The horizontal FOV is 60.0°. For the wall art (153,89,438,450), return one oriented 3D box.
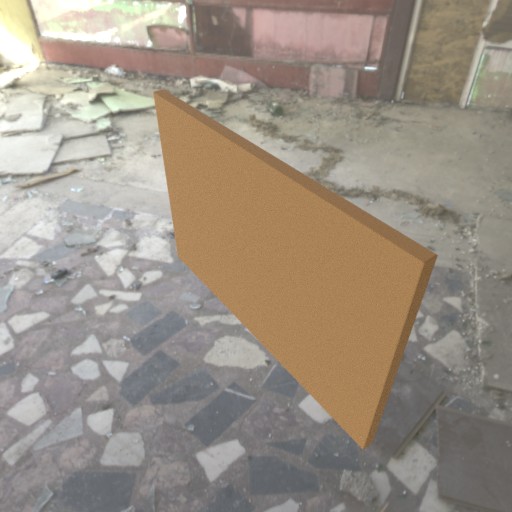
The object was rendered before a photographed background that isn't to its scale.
[{"bbox_3d":[0.000,0.000,1.172,0.033,0.608,0.915,-26,47,-27],"label":"wall art"}]
